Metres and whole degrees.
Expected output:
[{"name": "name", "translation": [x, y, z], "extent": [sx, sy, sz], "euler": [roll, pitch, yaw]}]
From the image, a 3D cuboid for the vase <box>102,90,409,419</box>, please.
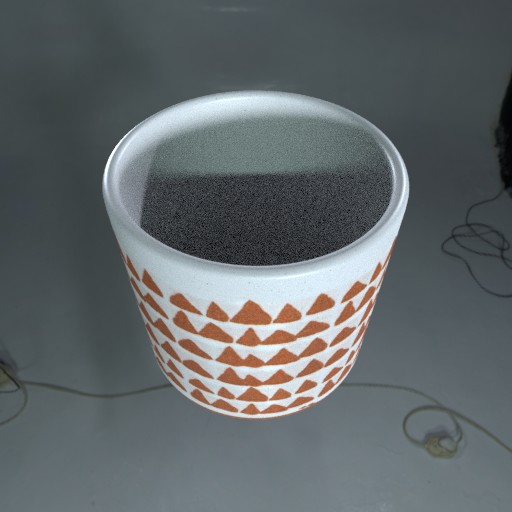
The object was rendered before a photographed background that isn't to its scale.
[{"name": "vase", "translation": [0.000, 0.000, 0.247], "extent": [0.137, 0.127, 0.137], "euler": [0, 47, 0]}]
